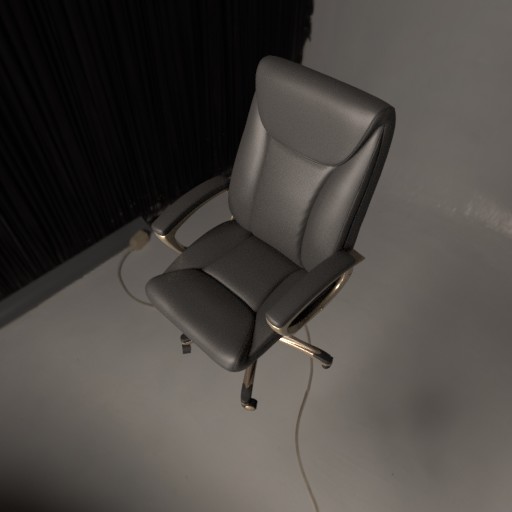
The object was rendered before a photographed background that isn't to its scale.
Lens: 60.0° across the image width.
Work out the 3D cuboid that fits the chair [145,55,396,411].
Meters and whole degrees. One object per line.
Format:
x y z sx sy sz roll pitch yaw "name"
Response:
0.000 0.000 1.645 0.694 1.188 0.748 35 57 27 "chair"
